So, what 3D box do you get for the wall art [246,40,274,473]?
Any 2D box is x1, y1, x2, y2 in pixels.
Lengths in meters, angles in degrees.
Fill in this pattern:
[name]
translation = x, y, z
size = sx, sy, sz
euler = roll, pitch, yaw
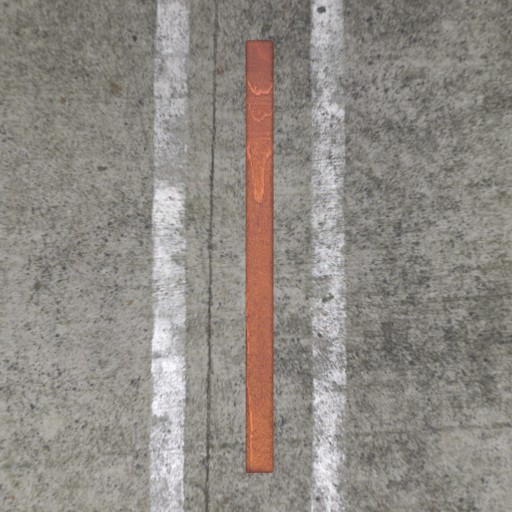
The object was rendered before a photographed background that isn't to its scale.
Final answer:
[wall art]
translation = 0.000, 0.000, 0.751
size = 0.030, 0.558, 0.462
euler = 0, 90, -1
